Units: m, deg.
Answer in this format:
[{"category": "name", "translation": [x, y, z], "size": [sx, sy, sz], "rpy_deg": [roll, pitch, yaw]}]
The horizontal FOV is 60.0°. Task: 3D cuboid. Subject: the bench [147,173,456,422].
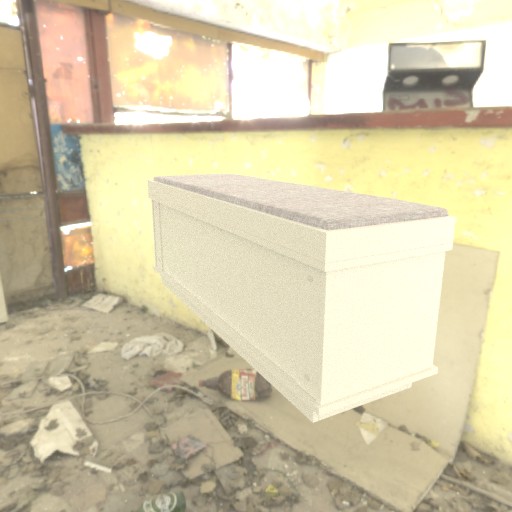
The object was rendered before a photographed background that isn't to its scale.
[{"category": "bench", "translation": [0.000, 0.000, 1.446], "size": [0.363, 0.453, 1.196], "rpy_deg": [-8, 17, -28]}]
